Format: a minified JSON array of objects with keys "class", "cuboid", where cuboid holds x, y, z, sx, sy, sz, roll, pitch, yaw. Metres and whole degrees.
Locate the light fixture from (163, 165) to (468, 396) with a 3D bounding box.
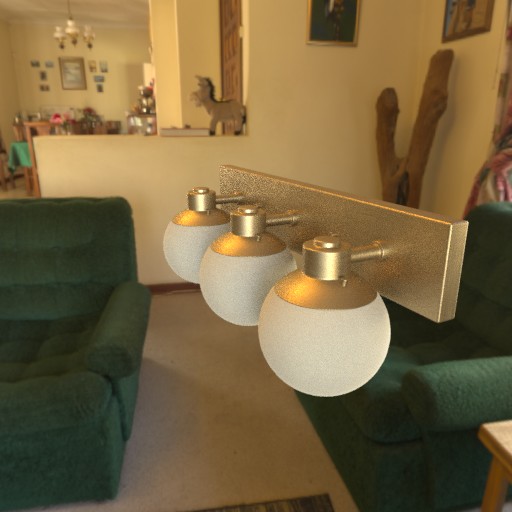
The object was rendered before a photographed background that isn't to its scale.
[{"class":"light fixture","cuboid":[0.000,0.000,0.840,0.218,0.263,0.721,-9,20,-26]}]
